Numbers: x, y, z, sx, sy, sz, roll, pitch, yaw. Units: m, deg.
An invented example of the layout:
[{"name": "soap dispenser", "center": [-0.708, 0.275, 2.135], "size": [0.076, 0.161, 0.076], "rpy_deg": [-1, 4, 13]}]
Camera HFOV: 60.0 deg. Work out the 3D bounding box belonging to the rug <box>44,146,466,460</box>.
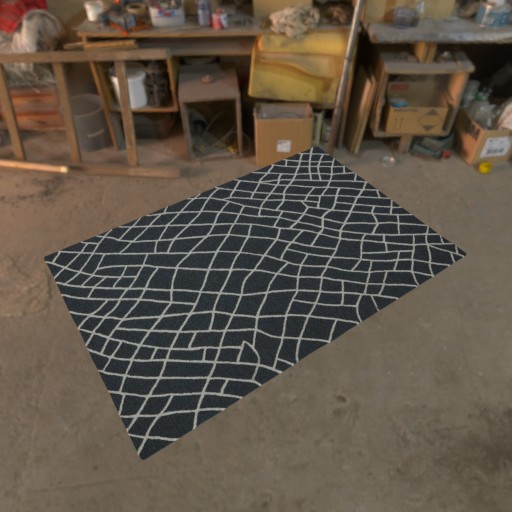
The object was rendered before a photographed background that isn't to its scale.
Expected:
[{"name": "rug", "center": [0.000, 0.000, 2.296], "size": [1.830, 0.013, 1.223], "rpy_deg": [-26, 52, -23]}]
